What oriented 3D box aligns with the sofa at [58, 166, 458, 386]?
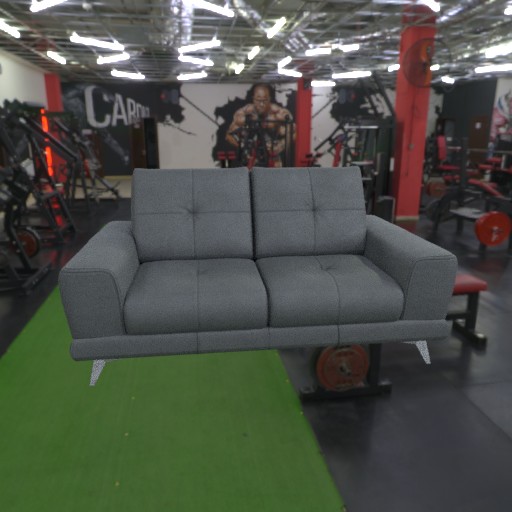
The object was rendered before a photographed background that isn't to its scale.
[{"bbox_3d":[0.000,0.000,2.415,1.806,0.907,1.018,-2,16,-7],"label":"sofa"}]
